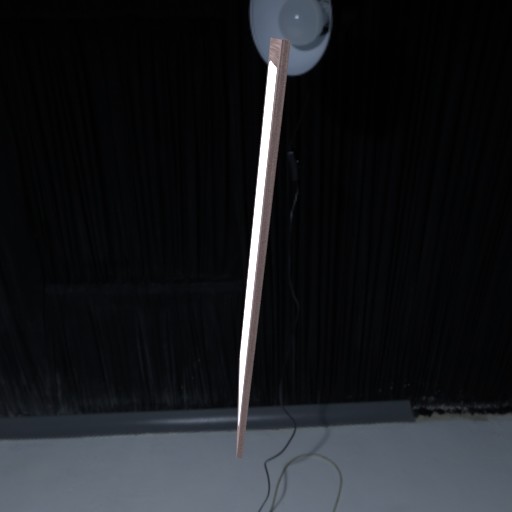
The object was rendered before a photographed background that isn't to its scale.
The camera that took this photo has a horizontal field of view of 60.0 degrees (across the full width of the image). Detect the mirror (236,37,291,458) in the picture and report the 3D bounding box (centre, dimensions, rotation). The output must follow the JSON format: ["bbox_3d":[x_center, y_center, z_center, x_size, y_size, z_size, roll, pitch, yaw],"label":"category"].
[{"bbox_3d":[0.000,0.000,2.291,0.221,2.020,0.812,0,27,-1],"label":"mirror"}]
